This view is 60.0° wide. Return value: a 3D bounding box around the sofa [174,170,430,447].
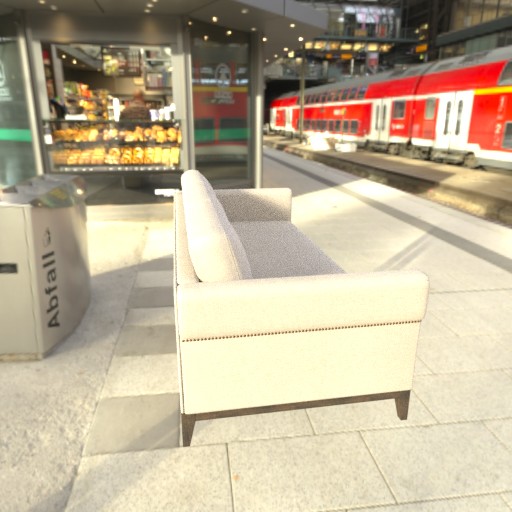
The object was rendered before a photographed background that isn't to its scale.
[{"bbox_3d":[0.000,0.000,2.692,0.959,0.838,2.210,-3,18,-10],"label":"sofa"}]
